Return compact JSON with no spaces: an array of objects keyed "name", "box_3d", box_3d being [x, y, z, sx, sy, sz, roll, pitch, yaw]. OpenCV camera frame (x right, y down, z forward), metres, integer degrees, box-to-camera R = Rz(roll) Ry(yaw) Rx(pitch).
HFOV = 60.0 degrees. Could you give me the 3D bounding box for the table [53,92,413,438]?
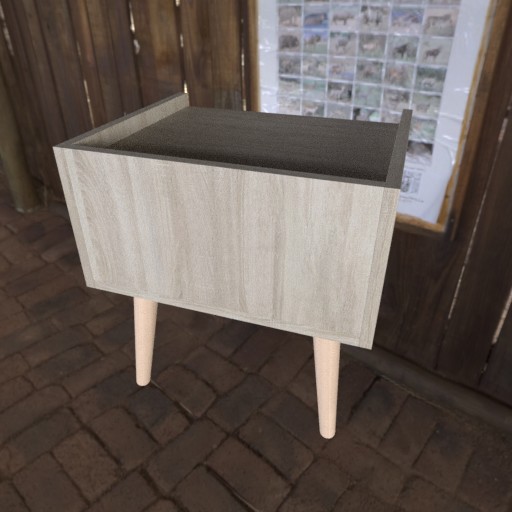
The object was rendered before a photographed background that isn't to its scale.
[{"name":"table","box_3d":[0.000,0.000,0.805,0.450,0.470,0.370,10,33,16]}]
